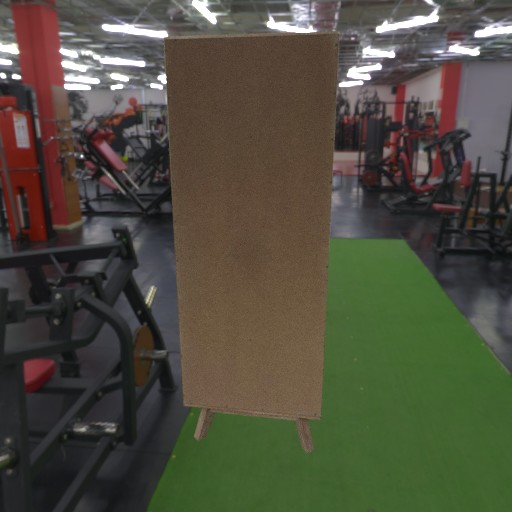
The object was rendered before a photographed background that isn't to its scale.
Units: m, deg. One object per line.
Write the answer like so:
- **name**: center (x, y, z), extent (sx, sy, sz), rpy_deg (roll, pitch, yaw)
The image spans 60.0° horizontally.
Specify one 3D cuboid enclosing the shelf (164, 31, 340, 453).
- **shelf**: center (0.000, 0.000, 1.521), extent (0.491, 1.342, 0.267), rpy_deg (3, 16, 9)
